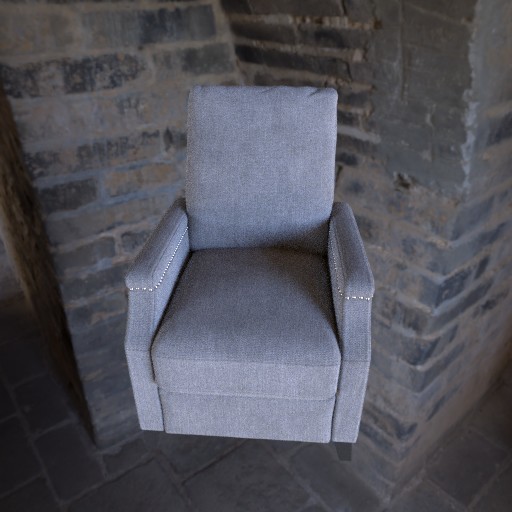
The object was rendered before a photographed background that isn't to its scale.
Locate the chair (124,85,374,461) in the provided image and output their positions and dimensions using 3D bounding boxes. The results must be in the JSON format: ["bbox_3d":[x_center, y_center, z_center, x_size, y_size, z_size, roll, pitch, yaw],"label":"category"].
[{"bbox_3d":[0.000,0.000,1.573,0.710,1.049,0.922,2,29,4],"label":"chair"}]
